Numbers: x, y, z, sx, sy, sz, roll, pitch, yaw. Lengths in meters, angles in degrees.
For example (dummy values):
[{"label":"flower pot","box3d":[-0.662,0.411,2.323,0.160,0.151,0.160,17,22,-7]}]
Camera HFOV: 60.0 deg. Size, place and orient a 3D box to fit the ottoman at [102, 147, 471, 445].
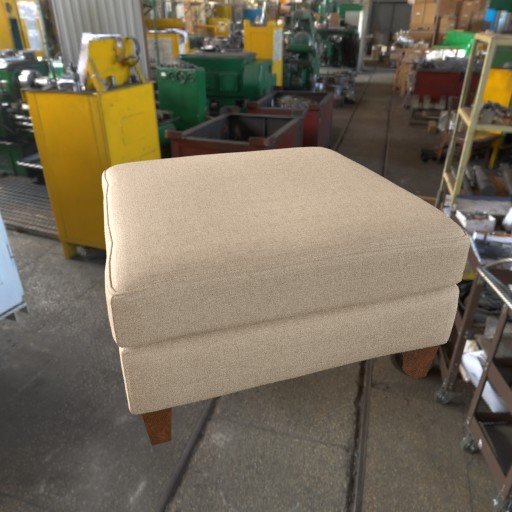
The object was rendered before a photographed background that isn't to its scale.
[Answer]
[{"label":"ottoman","box3d":[0.000,0.000,1.346,0.838,0.503,0.838,-9,30,-15]}]
